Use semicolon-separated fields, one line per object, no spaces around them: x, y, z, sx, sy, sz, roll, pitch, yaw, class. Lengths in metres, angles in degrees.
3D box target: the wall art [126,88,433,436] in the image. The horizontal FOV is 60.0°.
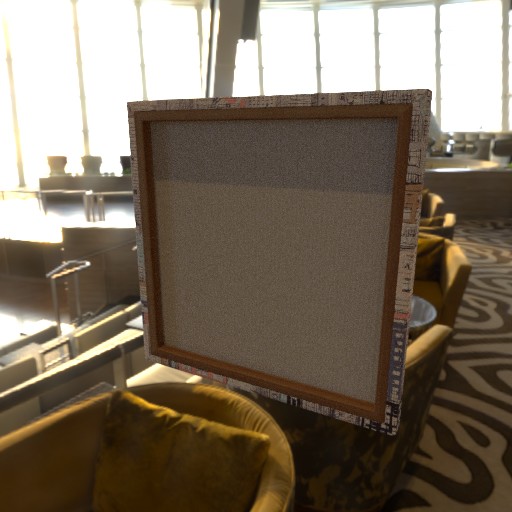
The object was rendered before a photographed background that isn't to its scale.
0.000;0.000;0.894;0.607;0.608;0.038;8;18;27;wall art
